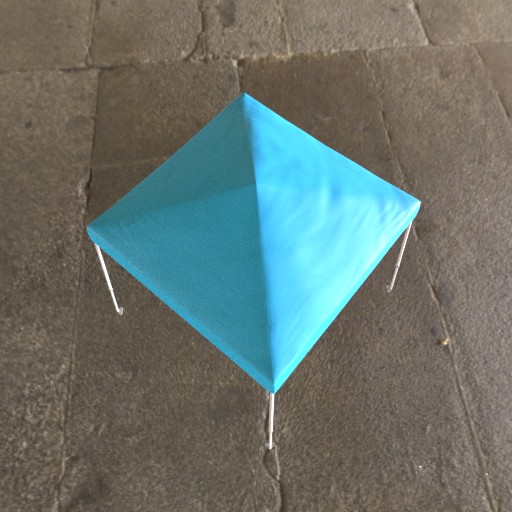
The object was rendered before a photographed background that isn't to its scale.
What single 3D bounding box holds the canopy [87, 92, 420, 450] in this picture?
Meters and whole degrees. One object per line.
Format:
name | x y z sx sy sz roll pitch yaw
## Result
canopy | 0.000 0.000 5.175 2.848 2.849 2.849 37 69 17
